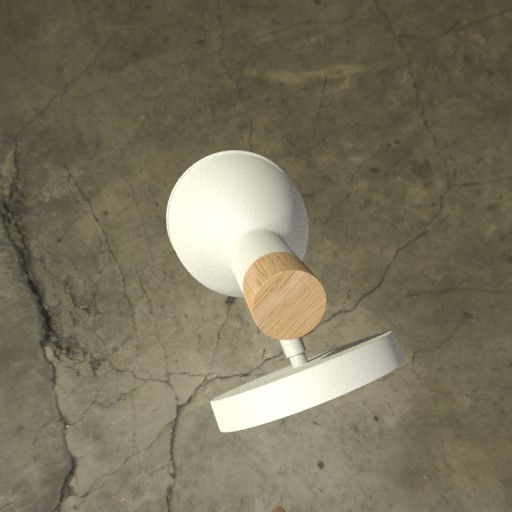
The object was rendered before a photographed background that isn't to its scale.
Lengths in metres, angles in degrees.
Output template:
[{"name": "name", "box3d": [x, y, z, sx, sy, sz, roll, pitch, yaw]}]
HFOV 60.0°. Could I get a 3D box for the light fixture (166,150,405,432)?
[{"name": "light fixture", "box3d": [0.000, 0.000, 0.332, 0.127, 0.199, 0.209, -20, 77, -5]}]
